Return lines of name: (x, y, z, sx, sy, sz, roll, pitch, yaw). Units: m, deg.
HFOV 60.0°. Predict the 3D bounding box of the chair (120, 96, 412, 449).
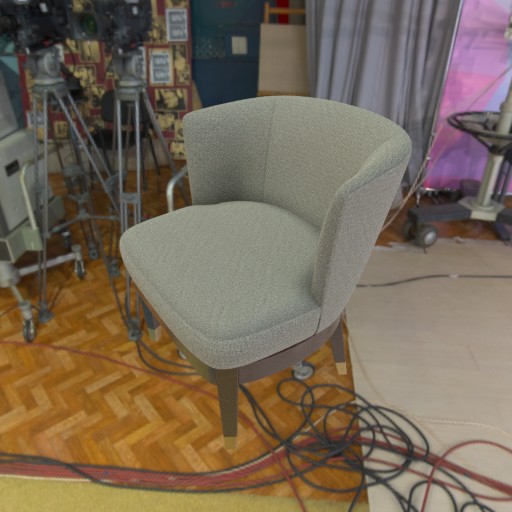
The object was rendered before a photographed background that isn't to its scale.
chair: (0.000, 0.000, 1.272, 0.660, 0.760, 0.700, -19, 37, -28)
